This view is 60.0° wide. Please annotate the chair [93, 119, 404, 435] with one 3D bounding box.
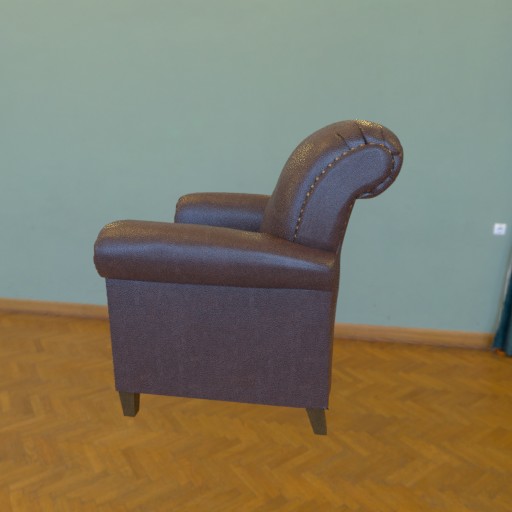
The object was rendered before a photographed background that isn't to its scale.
[{"bbox_3d":[0.000,0.000,1.601,0.890,0.927,0.854,2,15,9],"label":"chair"}]
